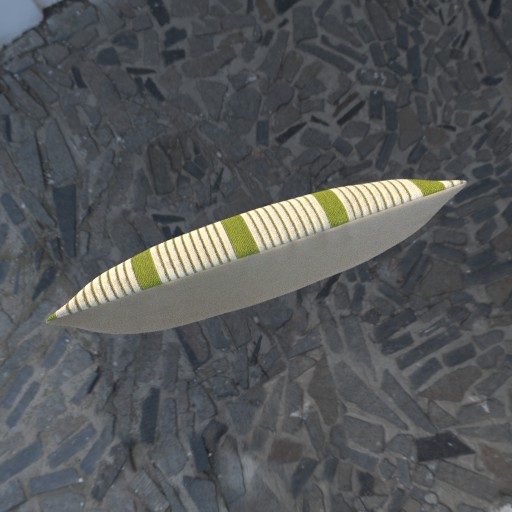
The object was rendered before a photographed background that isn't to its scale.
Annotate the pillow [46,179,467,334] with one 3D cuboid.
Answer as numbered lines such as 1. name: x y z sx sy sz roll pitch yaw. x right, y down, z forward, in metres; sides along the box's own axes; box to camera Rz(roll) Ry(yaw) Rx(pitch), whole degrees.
1. pillow: 0.000 0.000 0.746 0.608 0.292 0.156 -18 76 -5
